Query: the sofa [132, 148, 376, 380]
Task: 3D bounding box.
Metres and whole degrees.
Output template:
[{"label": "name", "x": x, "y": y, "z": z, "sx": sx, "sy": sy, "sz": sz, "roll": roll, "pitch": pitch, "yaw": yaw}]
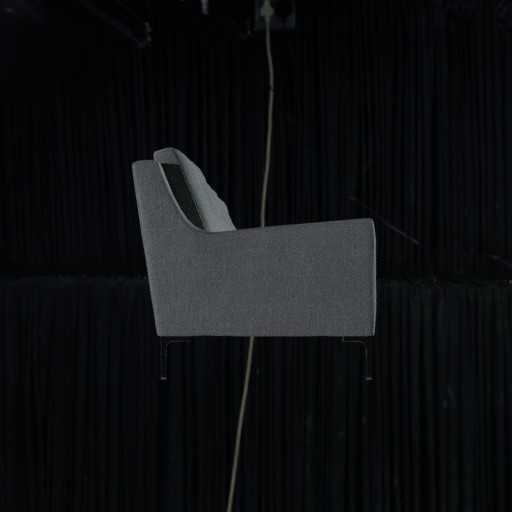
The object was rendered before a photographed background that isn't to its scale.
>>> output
[{"label": "sofa", "x": 0.000, "y": 0.000, "z": 2.538, "sx": 0.849, "sy": 0.837, "sz": 2.060, "roll": 0, "pitch": 1, "yaw": 0}]
